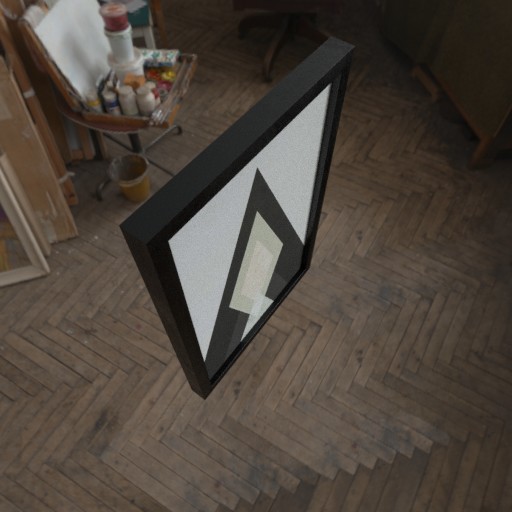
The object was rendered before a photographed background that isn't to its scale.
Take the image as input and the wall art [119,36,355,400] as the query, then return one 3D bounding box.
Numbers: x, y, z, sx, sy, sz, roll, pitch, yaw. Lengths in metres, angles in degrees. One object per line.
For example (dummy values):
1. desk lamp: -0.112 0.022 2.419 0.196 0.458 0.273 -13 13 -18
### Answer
1. wall art: 0.000 0.000 0.597 0.031 0.457 0.313 32 63 19
